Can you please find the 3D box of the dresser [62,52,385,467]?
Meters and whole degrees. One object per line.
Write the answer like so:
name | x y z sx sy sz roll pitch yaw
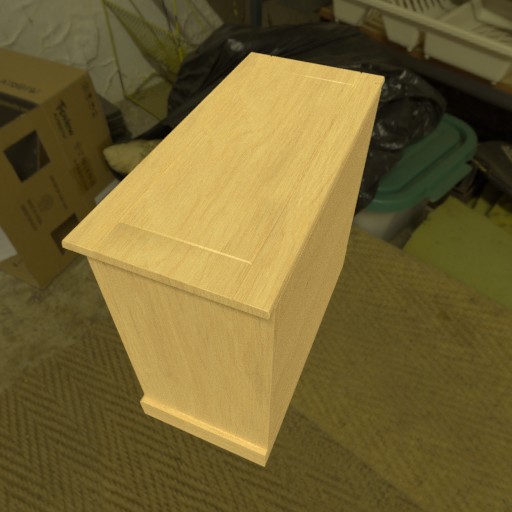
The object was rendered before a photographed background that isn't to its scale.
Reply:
dresser | 0.000 0.000 1.390 0.440 0.835 0.915 17 50 15
